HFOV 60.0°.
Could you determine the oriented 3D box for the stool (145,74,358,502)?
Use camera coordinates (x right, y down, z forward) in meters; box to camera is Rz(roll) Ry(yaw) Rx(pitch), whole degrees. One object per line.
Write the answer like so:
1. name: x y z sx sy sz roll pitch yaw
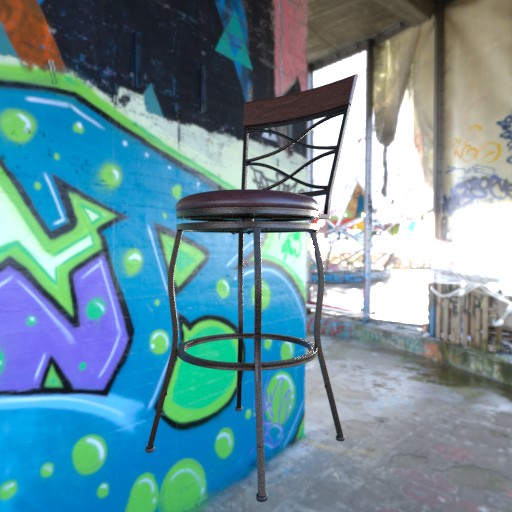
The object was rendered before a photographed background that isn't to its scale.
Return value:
1. stool: 0.000 0.000 1.346 0.448 1.130 0.513 1 2 37
